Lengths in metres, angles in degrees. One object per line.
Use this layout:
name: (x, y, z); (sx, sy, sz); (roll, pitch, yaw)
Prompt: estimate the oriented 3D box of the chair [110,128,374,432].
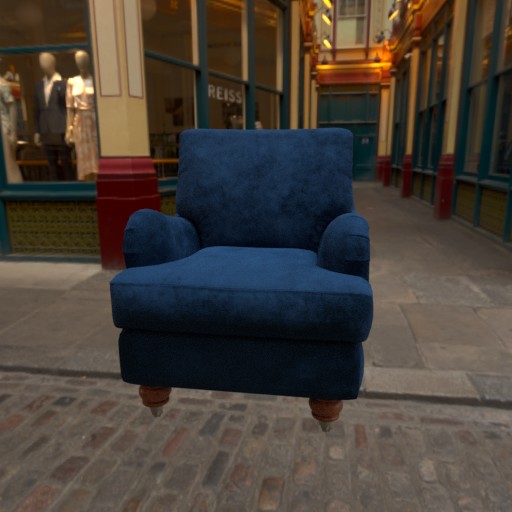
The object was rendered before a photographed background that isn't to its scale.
chair: (0.000, 0.000, 1.902); (0.895, 1.076, 1.078); (2, 14, 8)
